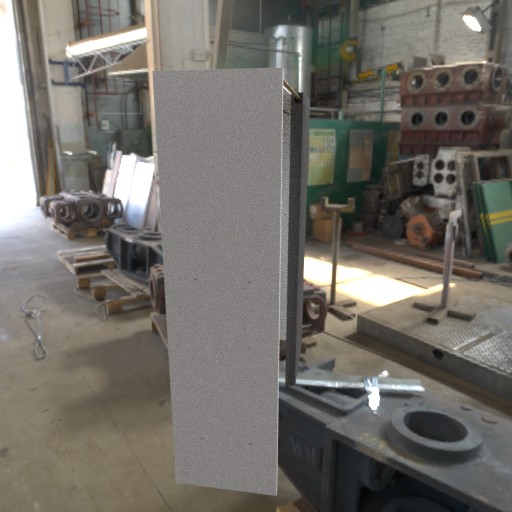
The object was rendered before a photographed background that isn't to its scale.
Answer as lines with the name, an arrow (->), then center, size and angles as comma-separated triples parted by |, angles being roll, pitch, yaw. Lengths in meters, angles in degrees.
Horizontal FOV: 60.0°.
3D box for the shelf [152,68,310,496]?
shelf -> 0.000, 0.000, 2.572 | 0.500, 1.810, 1.600 | 3, 16, 9
